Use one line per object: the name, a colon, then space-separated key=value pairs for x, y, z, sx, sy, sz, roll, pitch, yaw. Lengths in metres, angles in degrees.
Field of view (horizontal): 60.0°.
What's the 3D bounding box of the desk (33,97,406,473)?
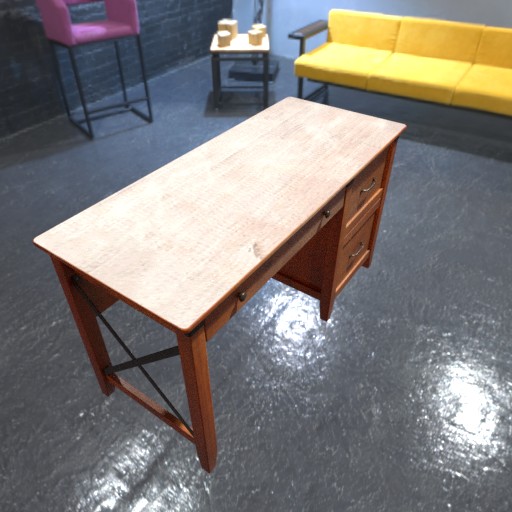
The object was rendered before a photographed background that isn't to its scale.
desk: x=0.000 y=0.000 z=1.761 sx=0.574 sy=0.756 sz=1.353 roll=24 pitch=45 yaw=26
